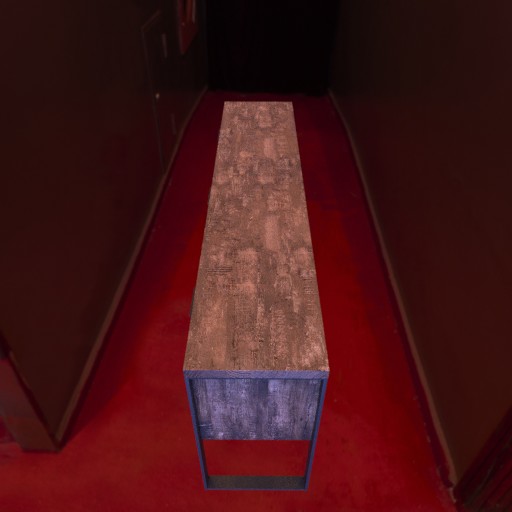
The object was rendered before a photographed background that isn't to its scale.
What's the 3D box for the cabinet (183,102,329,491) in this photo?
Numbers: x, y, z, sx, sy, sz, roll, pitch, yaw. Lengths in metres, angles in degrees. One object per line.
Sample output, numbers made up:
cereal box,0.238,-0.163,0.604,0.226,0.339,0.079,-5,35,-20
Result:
cabinet,0.000,0.000,2.083,0.395,0.762,1.800,0,41,0
